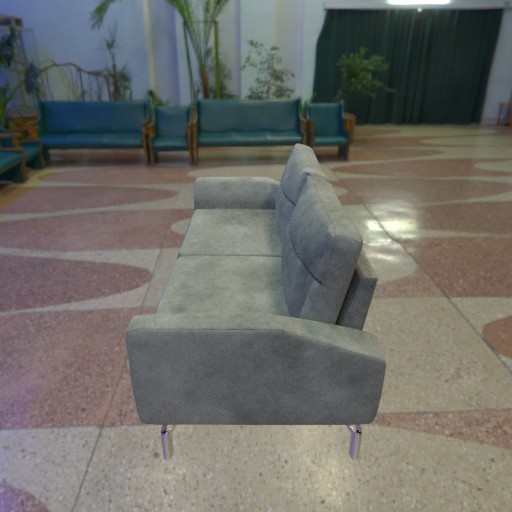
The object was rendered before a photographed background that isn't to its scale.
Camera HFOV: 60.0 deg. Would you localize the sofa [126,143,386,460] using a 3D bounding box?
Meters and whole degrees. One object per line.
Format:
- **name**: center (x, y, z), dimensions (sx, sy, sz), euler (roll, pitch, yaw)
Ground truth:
- **sofa**: center (0.000, 0.000, 2.271), dimensions (0.849, 0.859, 1.837), euler (0, 25, 0)
